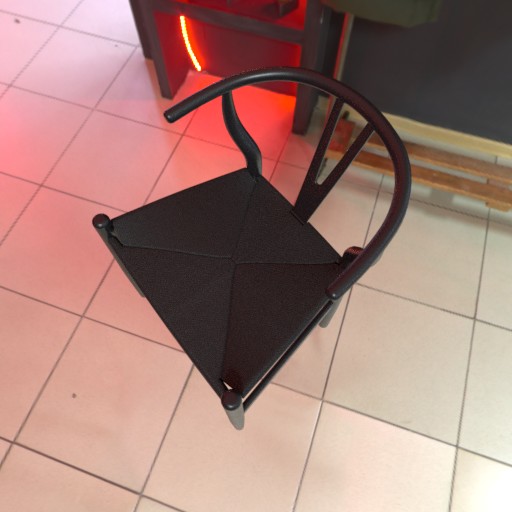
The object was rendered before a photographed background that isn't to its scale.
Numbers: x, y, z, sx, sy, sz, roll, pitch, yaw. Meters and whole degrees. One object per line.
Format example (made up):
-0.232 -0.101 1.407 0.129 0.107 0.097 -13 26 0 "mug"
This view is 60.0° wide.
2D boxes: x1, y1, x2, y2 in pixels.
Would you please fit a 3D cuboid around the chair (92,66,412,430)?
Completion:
0.000 0.000 1.142 0.579 0.730 0.569 -35 68 -16 "chair"
